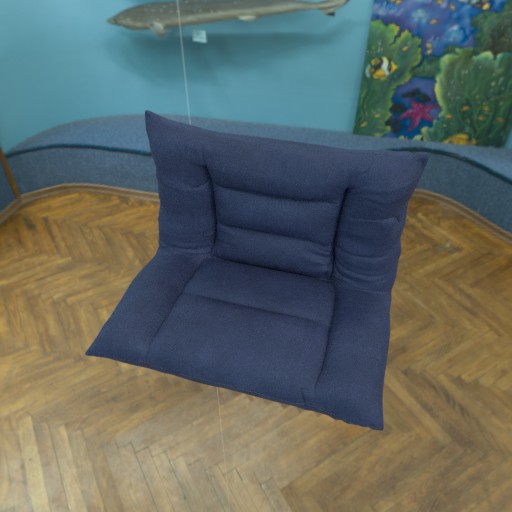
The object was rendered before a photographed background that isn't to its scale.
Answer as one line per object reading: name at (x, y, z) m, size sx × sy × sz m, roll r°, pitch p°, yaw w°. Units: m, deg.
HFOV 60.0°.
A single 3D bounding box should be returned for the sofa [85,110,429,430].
sofa at (0.000, 0.000, 1.699) m, size 1.122 × 0.778 × 0.849 m, roll 11°, pitch 42°, yaw 12°
